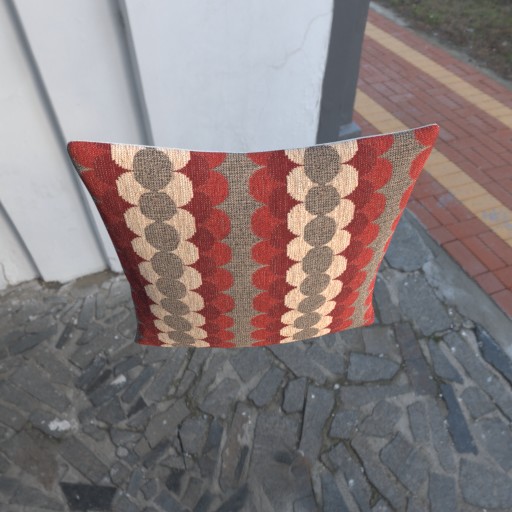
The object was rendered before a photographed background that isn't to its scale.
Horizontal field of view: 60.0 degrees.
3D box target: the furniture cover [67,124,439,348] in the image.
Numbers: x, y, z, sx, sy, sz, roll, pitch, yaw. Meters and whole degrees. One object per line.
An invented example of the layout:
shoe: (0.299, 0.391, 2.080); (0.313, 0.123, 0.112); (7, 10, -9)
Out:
furniture cover: (0.000, 0.000, 0.653); (0.435, 0.420, 0.145); (-4, 48, -4)
